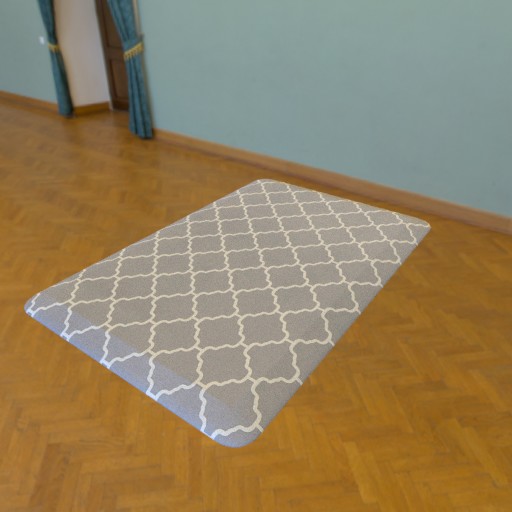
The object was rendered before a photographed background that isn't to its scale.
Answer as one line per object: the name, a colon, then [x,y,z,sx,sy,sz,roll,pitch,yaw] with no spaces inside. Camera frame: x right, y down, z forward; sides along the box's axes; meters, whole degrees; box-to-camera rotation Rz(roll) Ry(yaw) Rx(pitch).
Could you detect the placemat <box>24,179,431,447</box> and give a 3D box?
placemat: [0.000,0.000,0.923,0.508,0.021,0.762,21,37,30]
